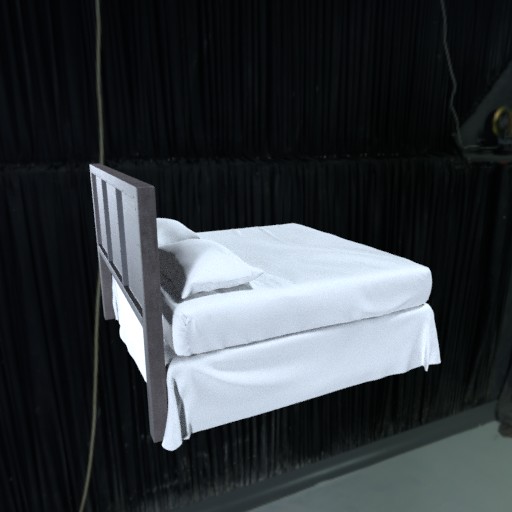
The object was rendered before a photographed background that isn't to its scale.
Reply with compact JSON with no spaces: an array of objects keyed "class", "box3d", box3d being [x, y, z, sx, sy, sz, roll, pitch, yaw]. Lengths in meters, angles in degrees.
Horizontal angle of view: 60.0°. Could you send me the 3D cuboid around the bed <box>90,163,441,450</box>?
[{"class":"bed","box3d":[0.000,0.000,2.901,1.785,1.142,1.772,-7,17,-25]}]
